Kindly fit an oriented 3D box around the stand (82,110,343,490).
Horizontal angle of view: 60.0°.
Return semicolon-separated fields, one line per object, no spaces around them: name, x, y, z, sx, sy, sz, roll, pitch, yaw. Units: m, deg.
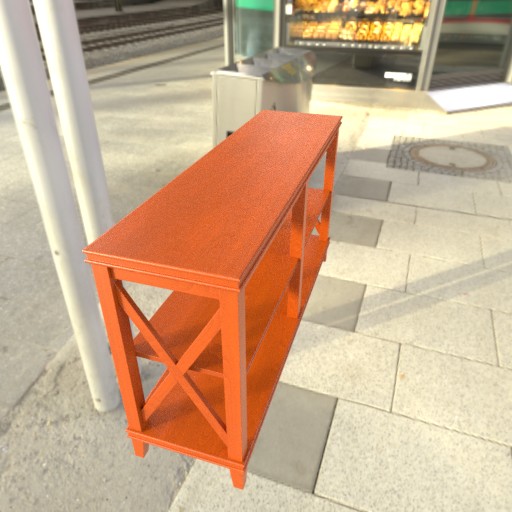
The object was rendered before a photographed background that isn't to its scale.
stand;0.000;0.000;1.704;0.381;0.762;1.372;10;33;15
